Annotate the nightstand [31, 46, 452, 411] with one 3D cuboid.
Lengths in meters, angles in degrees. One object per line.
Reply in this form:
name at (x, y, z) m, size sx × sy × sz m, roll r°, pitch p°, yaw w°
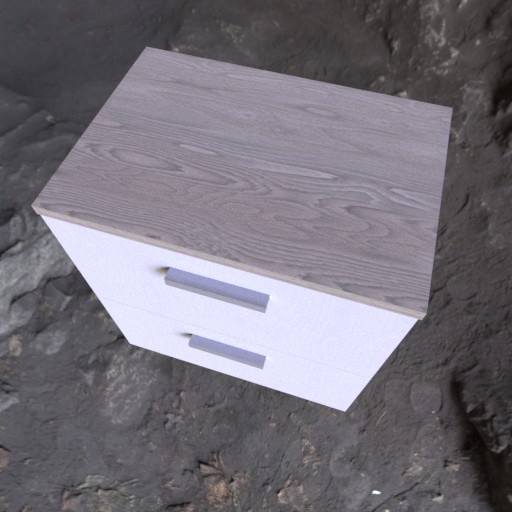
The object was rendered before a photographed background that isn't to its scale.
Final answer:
nightstand at (0.000, 0.000, 0.736) m, size 0.442 × 0.461 × 0.325 m, roll 15°, pitch 60°, yaw 9°
